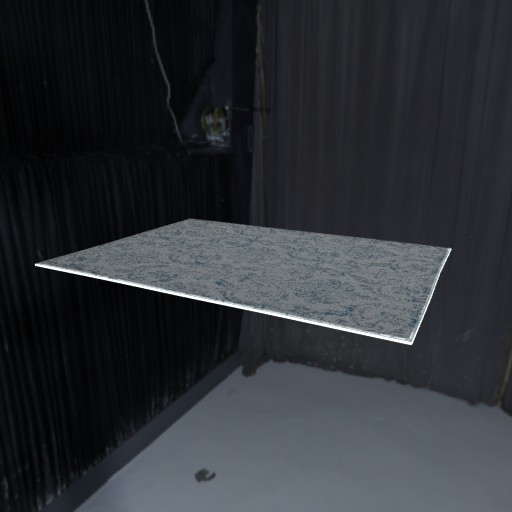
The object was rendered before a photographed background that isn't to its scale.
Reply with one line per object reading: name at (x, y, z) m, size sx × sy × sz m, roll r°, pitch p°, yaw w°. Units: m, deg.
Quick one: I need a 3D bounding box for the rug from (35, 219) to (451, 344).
rug at (0.000, 0.000, 2.869) m, size 2.197 × 0.014 × 1.586 m, roll 8°, pitch 18°, yaw 27°
